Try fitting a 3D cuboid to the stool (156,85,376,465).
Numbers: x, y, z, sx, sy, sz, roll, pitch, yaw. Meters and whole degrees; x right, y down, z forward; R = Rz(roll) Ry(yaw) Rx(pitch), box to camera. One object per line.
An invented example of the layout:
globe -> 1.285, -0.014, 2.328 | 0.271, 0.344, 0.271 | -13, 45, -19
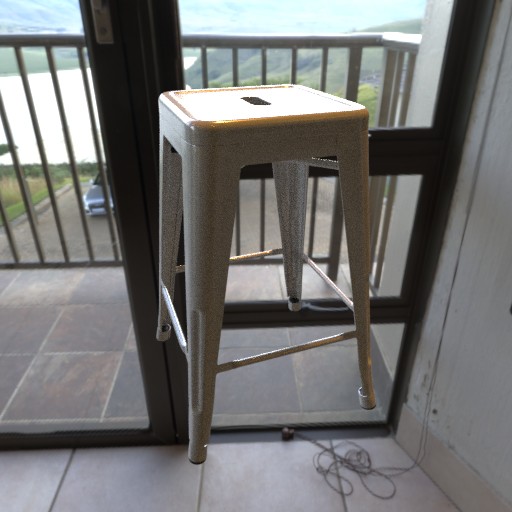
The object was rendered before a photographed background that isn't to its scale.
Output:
stool -> 0.000, 0.000, 0.900 | 0.406, 0.610, 0.406 | -10, 30, -18
